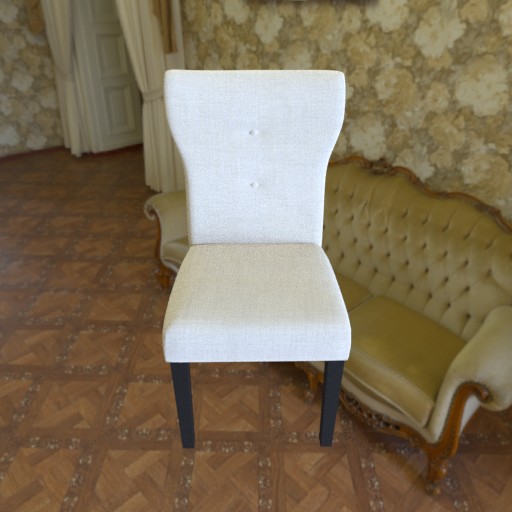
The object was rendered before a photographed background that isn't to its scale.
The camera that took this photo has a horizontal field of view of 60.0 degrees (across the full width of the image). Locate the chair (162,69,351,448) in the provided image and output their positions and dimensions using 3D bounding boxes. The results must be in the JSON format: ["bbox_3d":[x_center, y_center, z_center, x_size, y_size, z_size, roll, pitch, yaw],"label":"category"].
[{"bbox_3d":[0.000,0.000,1.253,0.509,0.921,0.597,0,29,-1],"label":"chair"}]
